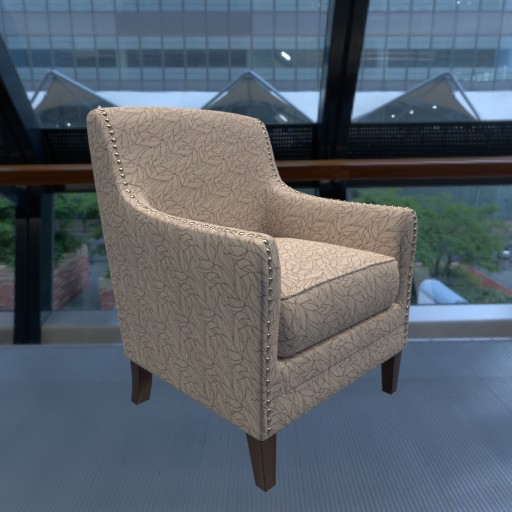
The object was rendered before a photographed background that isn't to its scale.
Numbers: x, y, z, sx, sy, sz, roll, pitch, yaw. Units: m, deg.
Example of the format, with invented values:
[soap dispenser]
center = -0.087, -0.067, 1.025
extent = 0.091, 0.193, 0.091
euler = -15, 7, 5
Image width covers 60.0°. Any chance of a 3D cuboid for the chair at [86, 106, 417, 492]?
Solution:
[chair]
center = 0.000, 0.000, 1.236
extent = 0.651, 0.816, 0.623
euler = 13, 19, 43
